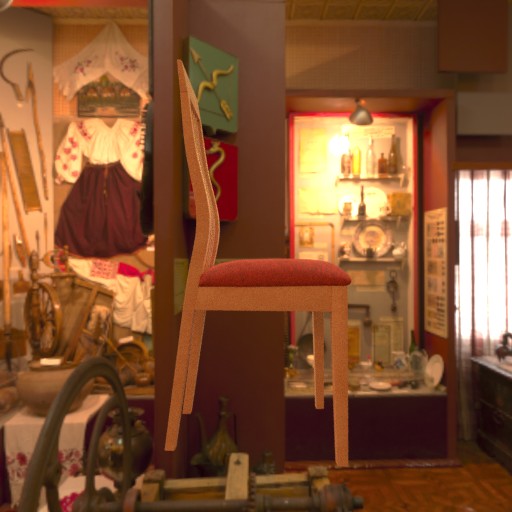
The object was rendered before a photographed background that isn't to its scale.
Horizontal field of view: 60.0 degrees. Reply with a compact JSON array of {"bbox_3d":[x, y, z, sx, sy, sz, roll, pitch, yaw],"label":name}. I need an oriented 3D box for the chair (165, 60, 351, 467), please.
[{"bbox_3d":[0.000,0.000,1.300,0.474,1.027,0.460,0,0,0],"label":"chair"}]
